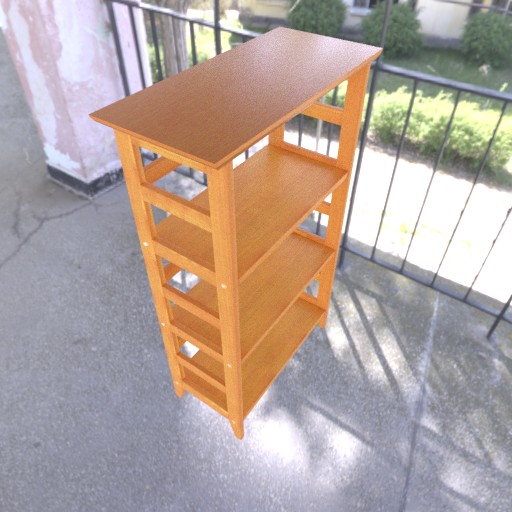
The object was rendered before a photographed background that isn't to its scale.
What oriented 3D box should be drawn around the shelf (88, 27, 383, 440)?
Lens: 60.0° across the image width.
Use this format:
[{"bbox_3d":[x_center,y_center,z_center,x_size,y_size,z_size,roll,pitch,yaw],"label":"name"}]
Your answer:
[{"bbox_3d":[0.000,0.000,1.328,0.305,1.067,0.660,26,49,25],"label":"shelf"}]
